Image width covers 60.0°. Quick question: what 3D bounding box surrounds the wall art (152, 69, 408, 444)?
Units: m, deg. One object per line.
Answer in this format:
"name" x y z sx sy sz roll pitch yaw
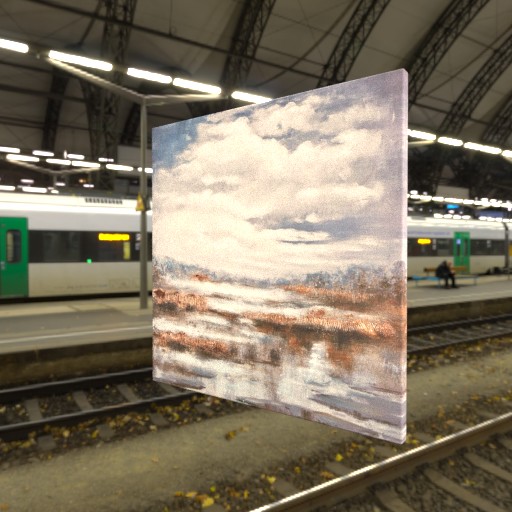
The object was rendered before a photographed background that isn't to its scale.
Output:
"wall art" 0.000 0.000 1.328 0.888 0.897 0.035 1 1 36
